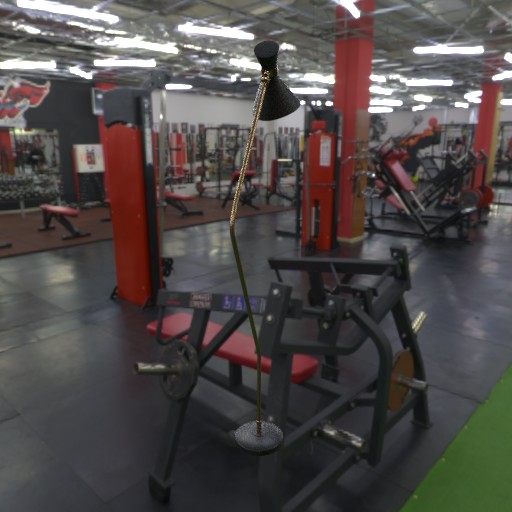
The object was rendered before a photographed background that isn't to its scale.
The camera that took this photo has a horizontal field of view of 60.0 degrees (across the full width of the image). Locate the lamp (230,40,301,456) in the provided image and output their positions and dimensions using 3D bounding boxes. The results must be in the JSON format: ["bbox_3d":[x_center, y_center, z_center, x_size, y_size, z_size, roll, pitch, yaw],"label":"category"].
[{"bbox_3d":[0.000,0.000,1.594,0.277,1.438,0.467,13,19,43],"label":"lamp"}]
